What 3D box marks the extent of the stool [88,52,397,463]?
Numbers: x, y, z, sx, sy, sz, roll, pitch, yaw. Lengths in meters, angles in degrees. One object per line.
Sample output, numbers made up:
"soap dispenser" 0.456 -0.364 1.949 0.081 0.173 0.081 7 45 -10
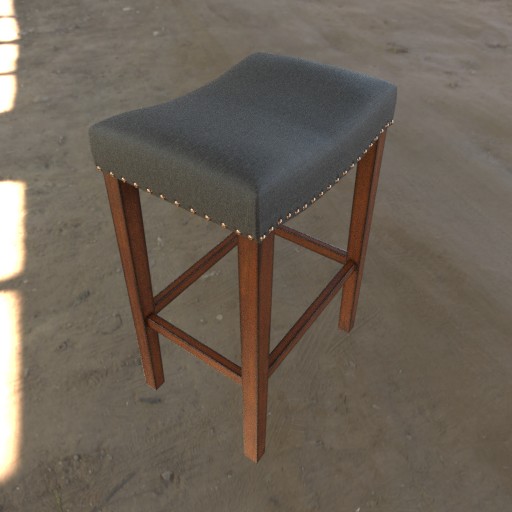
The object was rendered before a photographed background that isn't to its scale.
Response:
"stool" 0.000 0.000 1.017 0.366 0.748 0.502 25 47 26
